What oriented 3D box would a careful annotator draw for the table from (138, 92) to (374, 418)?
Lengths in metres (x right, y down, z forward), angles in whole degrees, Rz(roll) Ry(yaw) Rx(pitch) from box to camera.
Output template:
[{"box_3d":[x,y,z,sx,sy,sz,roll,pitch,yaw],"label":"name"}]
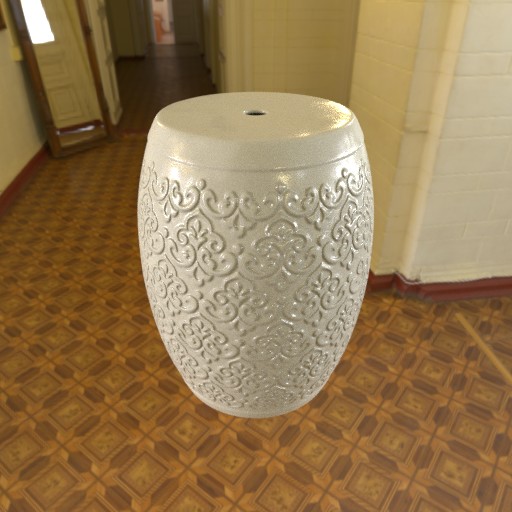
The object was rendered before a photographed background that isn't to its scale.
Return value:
[{"box_3d":[0.000,0.000,0.619,0.309,0.397,0.309,0,31,0],"label":"table"}]
